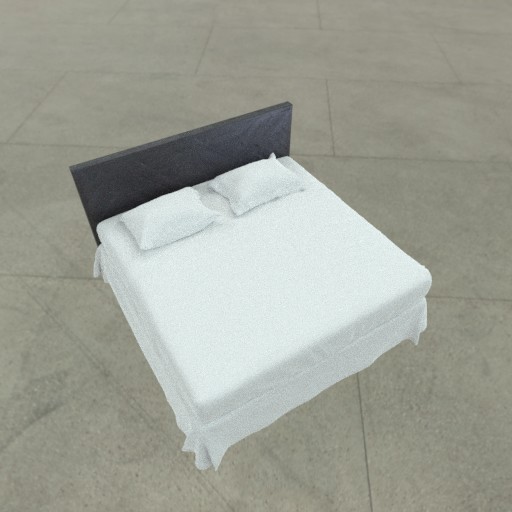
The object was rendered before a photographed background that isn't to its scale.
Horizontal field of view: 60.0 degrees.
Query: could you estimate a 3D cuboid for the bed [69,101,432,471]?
[{"bbox_3d":[0.000,0.000,3.498,2.255,1.158,2.165,-24,50,-22],"label":"bed"}]
